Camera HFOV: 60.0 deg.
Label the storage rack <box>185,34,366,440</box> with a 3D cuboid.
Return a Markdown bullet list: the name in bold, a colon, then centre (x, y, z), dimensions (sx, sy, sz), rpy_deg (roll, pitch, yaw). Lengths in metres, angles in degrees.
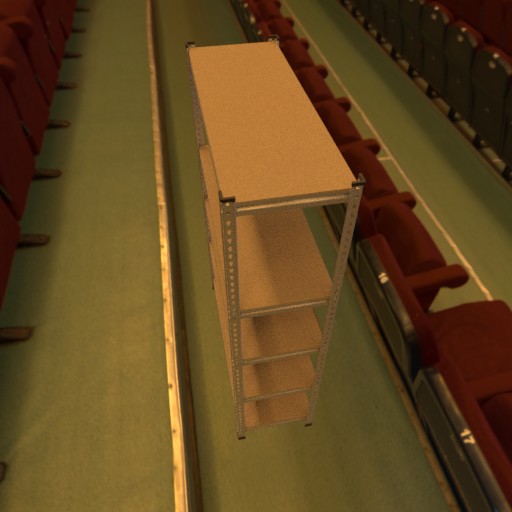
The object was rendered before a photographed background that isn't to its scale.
- **storage rack**: centre (0.000, 0.000, 2.412), dimensions (0.457, 1.829, 1.219), rpy_deg (-8, 47, -8)
